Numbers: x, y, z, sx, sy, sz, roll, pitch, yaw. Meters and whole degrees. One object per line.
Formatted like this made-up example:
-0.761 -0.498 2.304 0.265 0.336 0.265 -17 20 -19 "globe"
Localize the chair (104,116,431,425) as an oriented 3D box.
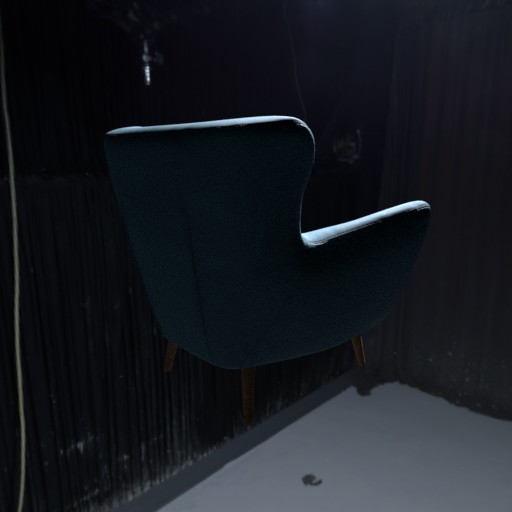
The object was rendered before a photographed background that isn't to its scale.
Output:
0.000 0.000 1.574 0.889 0.889 0.890 -12 18 -41 "chair"
